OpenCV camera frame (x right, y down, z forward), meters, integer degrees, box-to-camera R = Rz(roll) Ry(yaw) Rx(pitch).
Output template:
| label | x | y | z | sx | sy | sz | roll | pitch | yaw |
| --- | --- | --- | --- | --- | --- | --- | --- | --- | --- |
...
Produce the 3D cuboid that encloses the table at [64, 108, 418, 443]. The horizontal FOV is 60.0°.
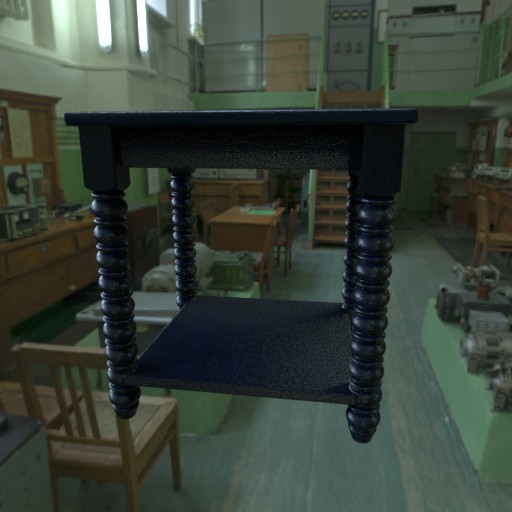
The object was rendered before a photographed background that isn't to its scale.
| label | x | y | z | sx | sy | sz | roll | pitch | yaw |
| --- | --- | --- | --- | --- | --- | --- | --- | --- | --- |
| table | 0.000 | 0.000 | 0.955 | 0.533 | 0.567 | 0.500 | 2 | 15 | 9 |
